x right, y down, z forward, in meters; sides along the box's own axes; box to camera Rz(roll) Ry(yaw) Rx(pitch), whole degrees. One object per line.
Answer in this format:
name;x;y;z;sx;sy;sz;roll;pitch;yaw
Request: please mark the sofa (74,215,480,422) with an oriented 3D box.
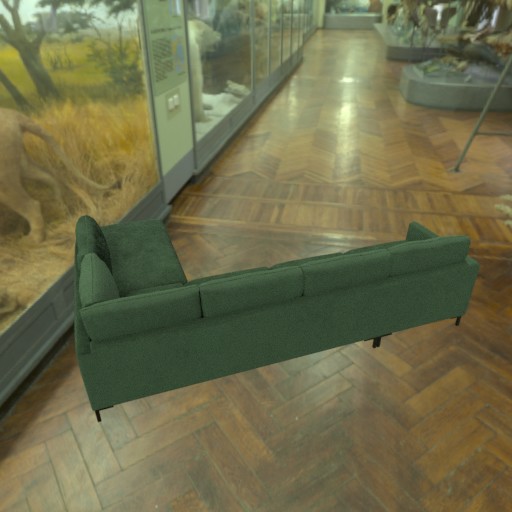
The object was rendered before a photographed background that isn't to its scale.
sofa;0.000;0.000;3.236;2.486;0.687;1.707;-10;32;-17
